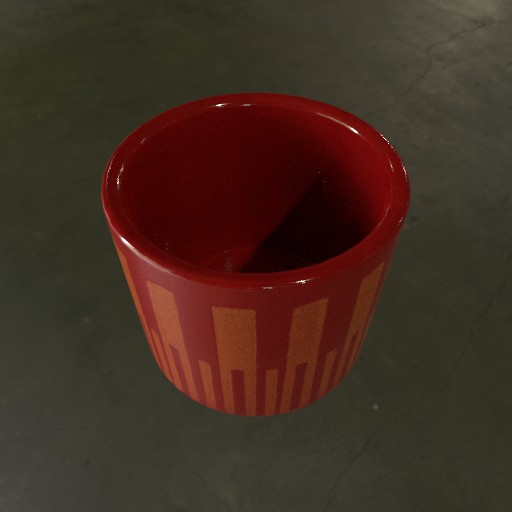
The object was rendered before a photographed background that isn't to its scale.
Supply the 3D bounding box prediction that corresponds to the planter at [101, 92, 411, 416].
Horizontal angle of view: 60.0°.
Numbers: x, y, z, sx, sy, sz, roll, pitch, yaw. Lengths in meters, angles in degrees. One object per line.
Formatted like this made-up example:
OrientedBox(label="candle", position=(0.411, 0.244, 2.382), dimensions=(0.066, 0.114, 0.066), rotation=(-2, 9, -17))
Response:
OrientedBox(label="planter", position=(0.000, 0.000, 0.409), dimensions=(0.230, 0.202, 0.230), rotation=(0, 48, 0))
